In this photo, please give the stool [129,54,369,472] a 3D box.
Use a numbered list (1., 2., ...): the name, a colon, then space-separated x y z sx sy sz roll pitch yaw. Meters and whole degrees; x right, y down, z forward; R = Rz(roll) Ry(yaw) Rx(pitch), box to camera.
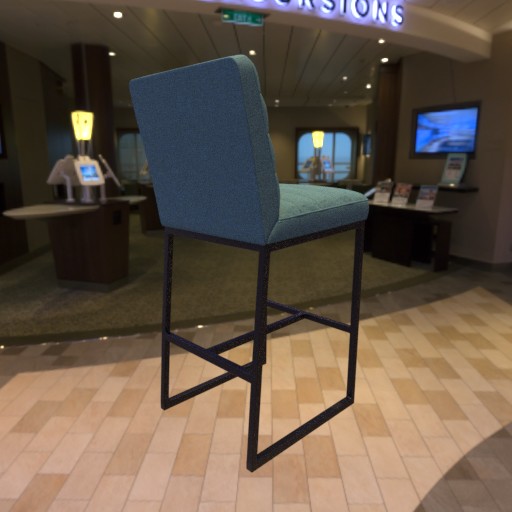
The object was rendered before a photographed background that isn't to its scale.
1. stool: 0.000 0.000 1.375 0.560 1.040 0.460 -12 18 -43
